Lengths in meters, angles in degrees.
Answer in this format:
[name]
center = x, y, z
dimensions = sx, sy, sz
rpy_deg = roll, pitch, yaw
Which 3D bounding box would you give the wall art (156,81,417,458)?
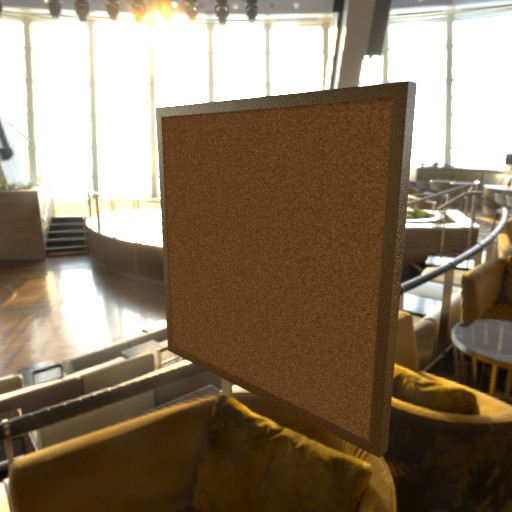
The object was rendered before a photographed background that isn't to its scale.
[wall art]
center = 0.000, 0.000, 1.135
dimensions = 0.767, 0.765, 0.036
rpy_deg = 13, 18, 42
